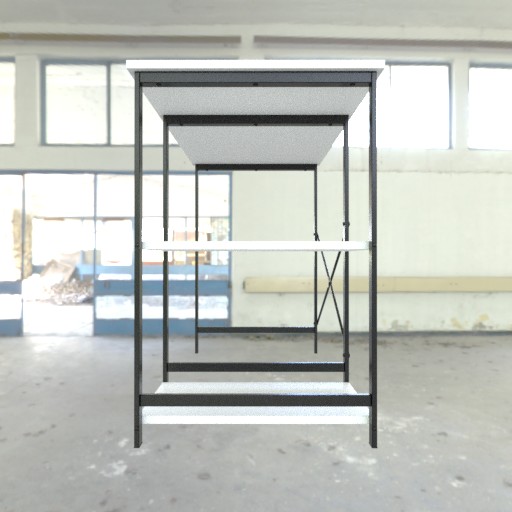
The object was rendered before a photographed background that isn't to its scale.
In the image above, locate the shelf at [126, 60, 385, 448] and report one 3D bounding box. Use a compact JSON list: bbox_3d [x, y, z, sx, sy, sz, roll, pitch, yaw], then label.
[{"bbox_3d":[0.000,0.000,1.300,0.498,0.750,0.902,0,0,0],"label":"shelf"}]
